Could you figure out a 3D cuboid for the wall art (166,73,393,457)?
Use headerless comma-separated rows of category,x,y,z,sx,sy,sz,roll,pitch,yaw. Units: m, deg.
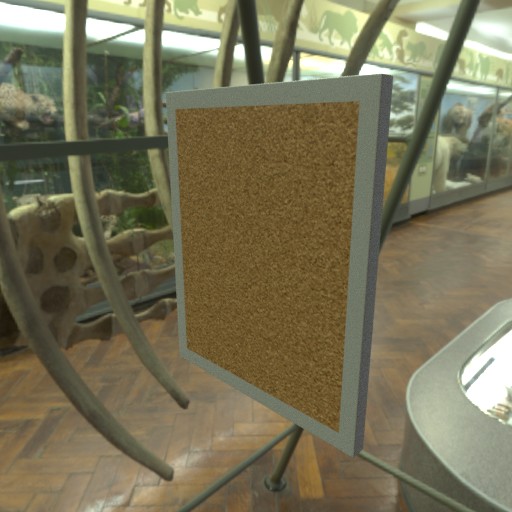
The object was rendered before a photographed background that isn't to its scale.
wall art,0.000,0.000,0.772,0.454,0.556,0.028,16,22,42
